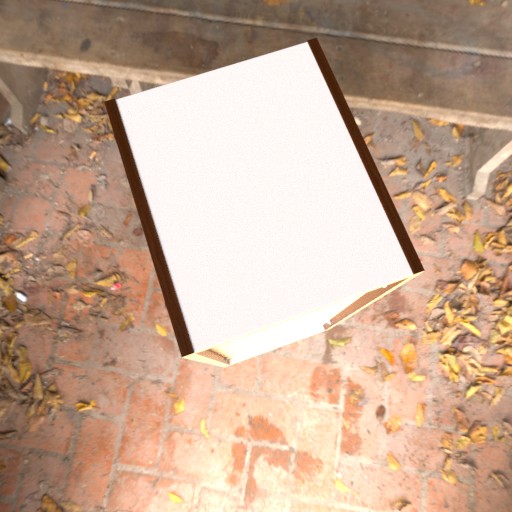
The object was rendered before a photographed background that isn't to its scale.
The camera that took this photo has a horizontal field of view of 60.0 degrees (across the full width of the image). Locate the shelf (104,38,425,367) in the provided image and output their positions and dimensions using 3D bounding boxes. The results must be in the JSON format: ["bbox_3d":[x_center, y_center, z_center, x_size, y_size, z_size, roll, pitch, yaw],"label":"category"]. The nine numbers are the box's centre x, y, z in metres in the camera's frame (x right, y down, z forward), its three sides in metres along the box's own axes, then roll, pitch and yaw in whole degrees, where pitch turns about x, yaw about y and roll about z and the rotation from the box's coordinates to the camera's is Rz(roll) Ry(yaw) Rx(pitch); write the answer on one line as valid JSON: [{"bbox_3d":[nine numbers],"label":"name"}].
[{"bbox_3d":[0.000,0.000,0.750,0.253,0.600,0.290,-19,76,-5],"label":"shelf"}]
